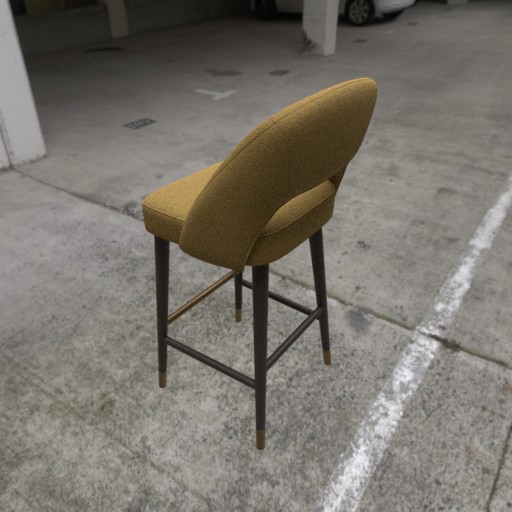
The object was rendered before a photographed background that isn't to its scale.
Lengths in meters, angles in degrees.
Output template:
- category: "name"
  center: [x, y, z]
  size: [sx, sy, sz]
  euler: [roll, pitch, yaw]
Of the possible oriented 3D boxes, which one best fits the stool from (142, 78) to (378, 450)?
- category: "stool"
  center: [0.000, 0.000, 1.325]
  size: [0.522, 1.032, 0.536]
  euler: [20, 37, 30]
